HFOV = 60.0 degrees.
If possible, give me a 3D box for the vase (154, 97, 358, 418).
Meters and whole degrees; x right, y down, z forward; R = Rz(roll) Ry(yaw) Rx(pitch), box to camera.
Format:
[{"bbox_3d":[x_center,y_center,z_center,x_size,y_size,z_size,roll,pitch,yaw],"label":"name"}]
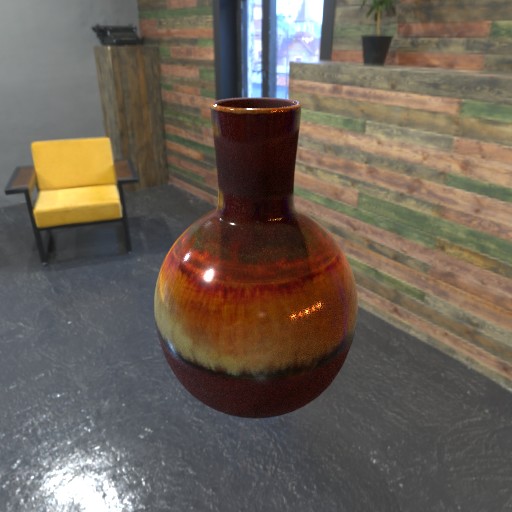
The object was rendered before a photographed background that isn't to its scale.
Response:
[{"bbox_3d":[0.000,0.000,0.234,0.111,0.154,0.111,0,26,0],"label":"vase"}]
